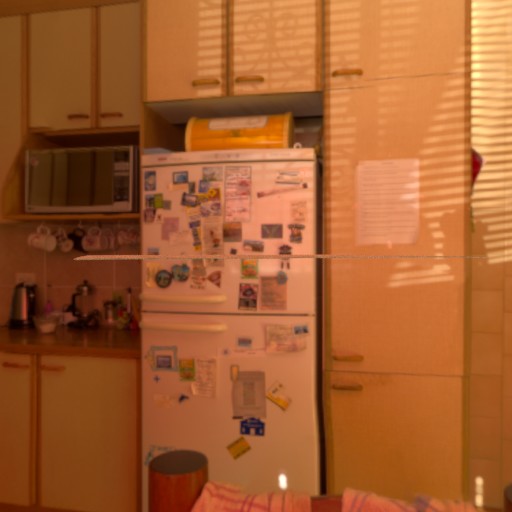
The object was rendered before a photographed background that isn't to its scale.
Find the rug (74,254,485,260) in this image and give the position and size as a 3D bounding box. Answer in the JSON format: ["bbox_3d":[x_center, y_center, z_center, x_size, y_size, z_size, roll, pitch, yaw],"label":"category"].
[{"bbox_3d":[0.000,0.000,4.141,3.048,0.013,2.438,0,1,-19],"label":"rug"}]
